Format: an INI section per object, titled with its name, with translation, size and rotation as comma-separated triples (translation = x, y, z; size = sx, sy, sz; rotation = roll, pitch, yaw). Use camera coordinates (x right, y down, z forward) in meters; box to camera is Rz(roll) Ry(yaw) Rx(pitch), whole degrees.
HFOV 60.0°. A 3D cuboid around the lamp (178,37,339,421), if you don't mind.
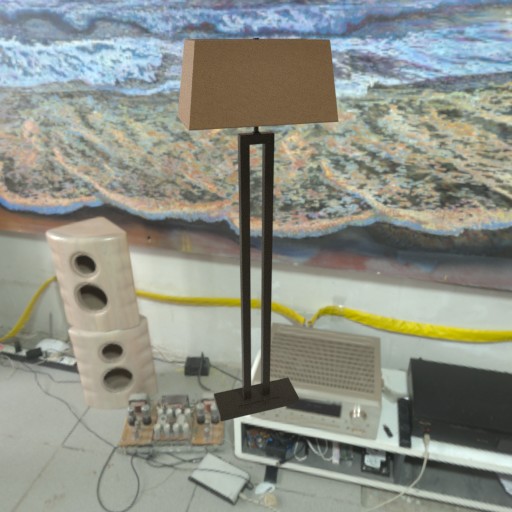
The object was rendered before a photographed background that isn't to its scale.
[lamp]
translation = 0.000, 0.000, 1.663
size = 0.475, 1.469, 0.233
rotation = -8, 28, -15
